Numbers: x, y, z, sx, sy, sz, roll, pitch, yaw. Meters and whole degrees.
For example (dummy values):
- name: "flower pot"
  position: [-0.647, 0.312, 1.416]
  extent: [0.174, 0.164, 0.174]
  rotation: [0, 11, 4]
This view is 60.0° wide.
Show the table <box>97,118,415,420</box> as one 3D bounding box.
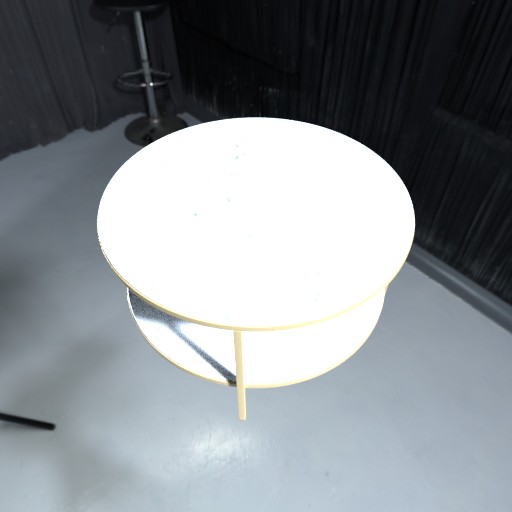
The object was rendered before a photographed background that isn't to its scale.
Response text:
- name: "table"
  position: [0.000, 0.000, 1.307]
  extent: [0.800, 0.450, 0.800]
  rotation: [0, 46, 0]
